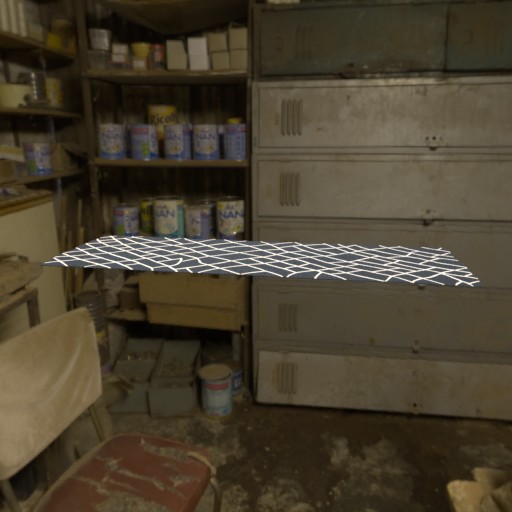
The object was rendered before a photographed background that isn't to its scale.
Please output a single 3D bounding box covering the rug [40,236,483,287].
[{"bbox_3d":[0.000,0.000,2.795,2.476,0.010,0.807,2,15,9],"label":"rug"}]
